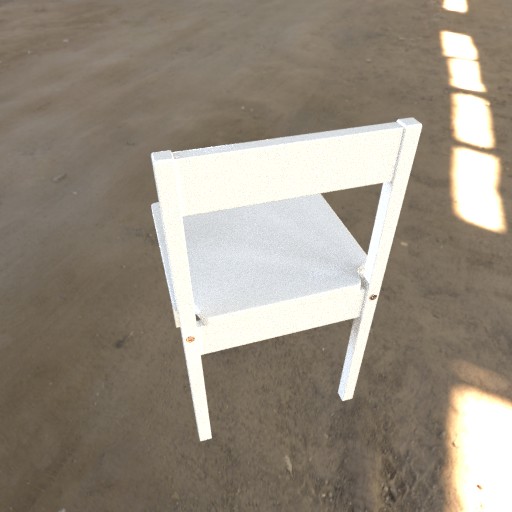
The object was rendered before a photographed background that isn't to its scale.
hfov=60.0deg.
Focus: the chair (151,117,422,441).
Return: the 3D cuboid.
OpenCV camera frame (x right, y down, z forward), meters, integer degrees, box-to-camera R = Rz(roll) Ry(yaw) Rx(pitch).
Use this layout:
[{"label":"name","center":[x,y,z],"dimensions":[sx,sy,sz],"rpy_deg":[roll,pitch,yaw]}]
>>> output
[{"label":"chair","center":[0.000,0.000,0.896],"dimensions":[0.367,0.668,0.361],"rpy_deg":[-11,42,-13]}]
